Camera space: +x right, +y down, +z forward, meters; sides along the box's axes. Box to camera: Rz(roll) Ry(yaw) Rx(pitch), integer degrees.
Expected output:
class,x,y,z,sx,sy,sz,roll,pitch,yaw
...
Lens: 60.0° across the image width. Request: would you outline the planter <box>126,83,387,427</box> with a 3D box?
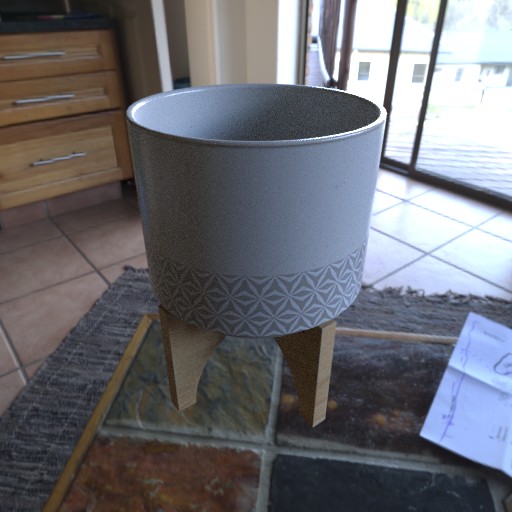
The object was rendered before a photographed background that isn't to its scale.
class,x,y,z,sx,sy,sz,roll,pitch,yaw
planter,0.000,0.000,0.522,0.249,0.343,0.249,0,31,0
